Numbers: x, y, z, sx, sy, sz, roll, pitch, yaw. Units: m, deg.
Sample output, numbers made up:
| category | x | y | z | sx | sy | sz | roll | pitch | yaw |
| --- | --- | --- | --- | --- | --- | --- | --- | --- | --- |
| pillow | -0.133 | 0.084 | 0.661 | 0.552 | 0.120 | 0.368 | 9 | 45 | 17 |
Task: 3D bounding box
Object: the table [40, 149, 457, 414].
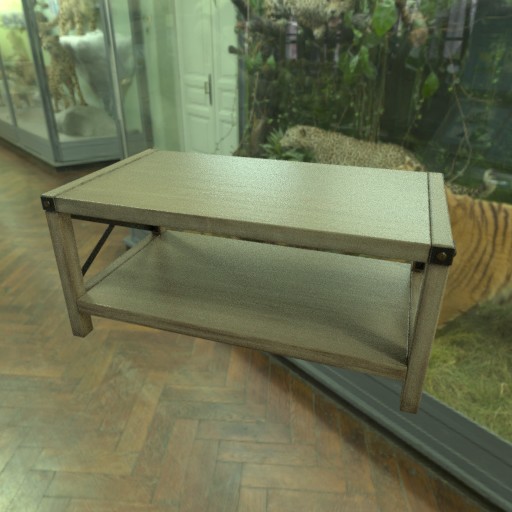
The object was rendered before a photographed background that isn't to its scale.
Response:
| category | x | y | z | sx | sy | sz | roll | pitch | yaw |
| --- | --- | --- | --- | --- | --- | --- | --- | --- | --- |
| table | 0.000 | 0.000 | 1.338 | 1.016 | 0.456 | 0.559 | 8 | 28 | 16 |
